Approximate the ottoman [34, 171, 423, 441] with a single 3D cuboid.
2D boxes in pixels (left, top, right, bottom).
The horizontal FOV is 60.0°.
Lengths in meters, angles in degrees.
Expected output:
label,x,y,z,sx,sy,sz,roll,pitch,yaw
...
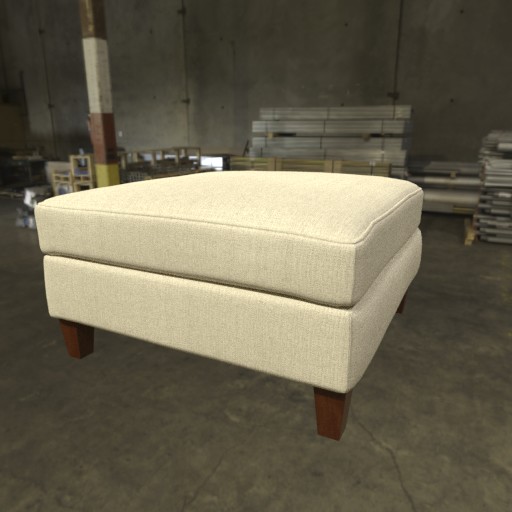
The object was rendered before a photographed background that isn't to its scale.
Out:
label,x,y,z,sx,sy,sz,roll,pitch,yaw
ottoman,0.000,0.000,1.308,0.838,0.478,0.838,8,18,26
